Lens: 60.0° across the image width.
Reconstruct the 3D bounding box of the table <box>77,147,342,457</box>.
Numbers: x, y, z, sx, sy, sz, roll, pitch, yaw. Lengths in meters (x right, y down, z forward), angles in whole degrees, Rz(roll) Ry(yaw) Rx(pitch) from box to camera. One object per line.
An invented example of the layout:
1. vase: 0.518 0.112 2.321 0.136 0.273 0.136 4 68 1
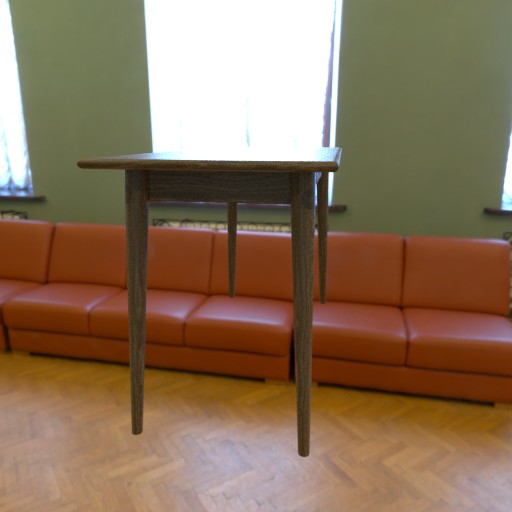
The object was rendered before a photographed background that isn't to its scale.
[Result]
1. table: 0.000 0.000 1.691 0.599 0.780 1.300 3 15 10
